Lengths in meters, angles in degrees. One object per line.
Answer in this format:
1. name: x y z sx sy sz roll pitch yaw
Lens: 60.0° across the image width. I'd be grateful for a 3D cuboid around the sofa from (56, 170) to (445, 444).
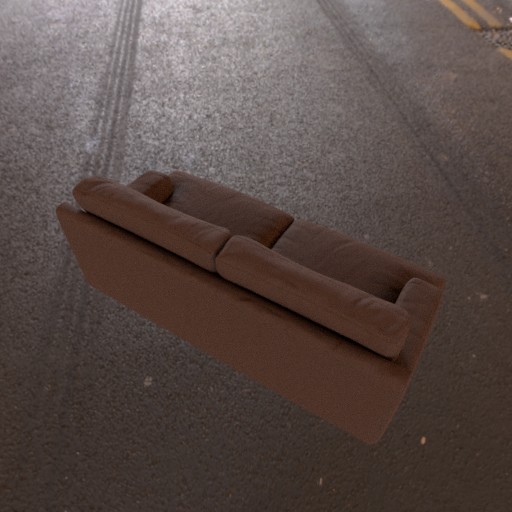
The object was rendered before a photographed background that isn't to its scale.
1. sofa: 0.000 0.000 2.876 2.274 0.950 1.140 24 52 21
